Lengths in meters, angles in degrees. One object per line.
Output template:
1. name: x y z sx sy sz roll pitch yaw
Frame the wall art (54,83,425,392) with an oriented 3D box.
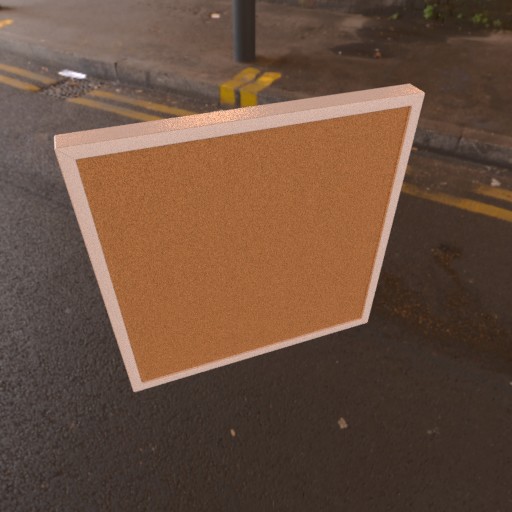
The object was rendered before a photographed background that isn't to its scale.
1. wall art: 0.000 0.000 0.755 0.508 0.508 0.038 -13 43 -15
